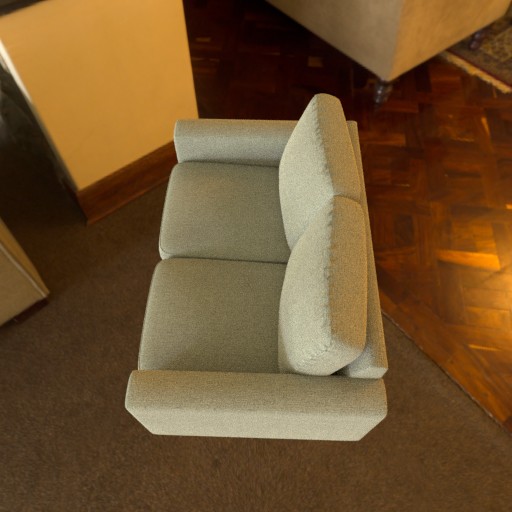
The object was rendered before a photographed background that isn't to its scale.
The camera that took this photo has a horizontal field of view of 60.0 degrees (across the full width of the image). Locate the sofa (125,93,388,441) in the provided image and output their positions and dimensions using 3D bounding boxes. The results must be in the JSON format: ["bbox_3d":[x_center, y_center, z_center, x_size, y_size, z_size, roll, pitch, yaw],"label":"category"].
[{"bbox_3d":[0.000,0.000,1.976,0.917,0.873,1.420,1,58,1],"label":"sofa"}]
